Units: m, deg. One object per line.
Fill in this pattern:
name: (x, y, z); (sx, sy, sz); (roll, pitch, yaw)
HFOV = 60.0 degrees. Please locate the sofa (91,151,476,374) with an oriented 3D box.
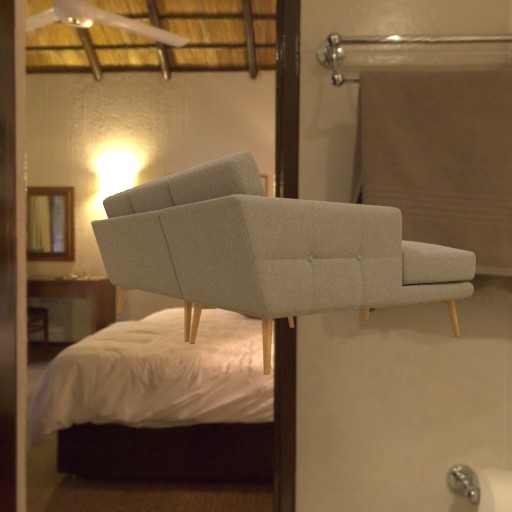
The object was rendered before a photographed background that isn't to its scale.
sofa: (0.000, 0.000, 2.794); (1.530, 0.860, 2.040); (-1, 1, -34)
